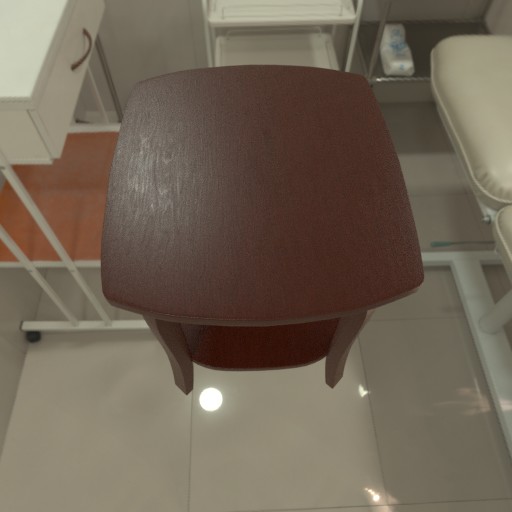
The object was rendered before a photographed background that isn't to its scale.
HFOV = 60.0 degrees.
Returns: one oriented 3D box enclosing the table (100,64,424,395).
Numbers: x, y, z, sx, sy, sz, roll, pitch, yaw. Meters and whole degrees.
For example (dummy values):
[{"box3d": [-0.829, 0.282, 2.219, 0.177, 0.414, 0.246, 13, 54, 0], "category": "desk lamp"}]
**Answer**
[{"box3d": [0.000, 0.000, 0.870, 0.433, 0.496, 0.502, -2, 57, -1], "category": "table"}]
